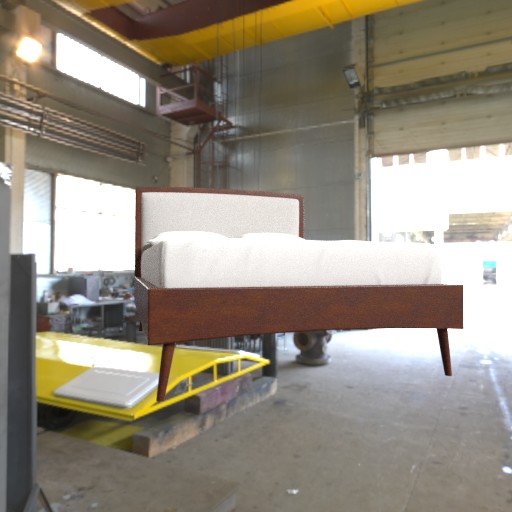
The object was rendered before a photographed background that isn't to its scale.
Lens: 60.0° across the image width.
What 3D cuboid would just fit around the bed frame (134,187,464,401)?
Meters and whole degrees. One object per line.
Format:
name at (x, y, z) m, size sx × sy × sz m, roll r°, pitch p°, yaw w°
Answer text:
bed frame at (0.000, 0.000, 3.104) m, size 1.587 × 1.279 × 2.171 m, roll 0°, pitch -1°, yaw -17°
